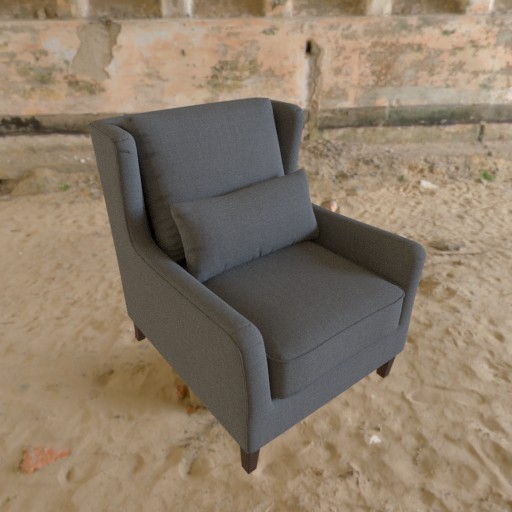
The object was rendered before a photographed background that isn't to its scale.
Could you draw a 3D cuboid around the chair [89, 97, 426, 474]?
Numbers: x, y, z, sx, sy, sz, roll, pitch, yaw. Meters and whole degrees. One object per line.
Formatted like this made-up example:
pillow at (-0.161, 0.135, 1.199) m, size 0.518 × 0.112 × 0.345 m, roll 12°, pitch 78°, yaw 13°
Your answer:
chair at (0.000, 0.000, 1.769) m, size 0.866 × 1.056 × 1.040 m, roll -21°, pitch 36°, yaw -32°
